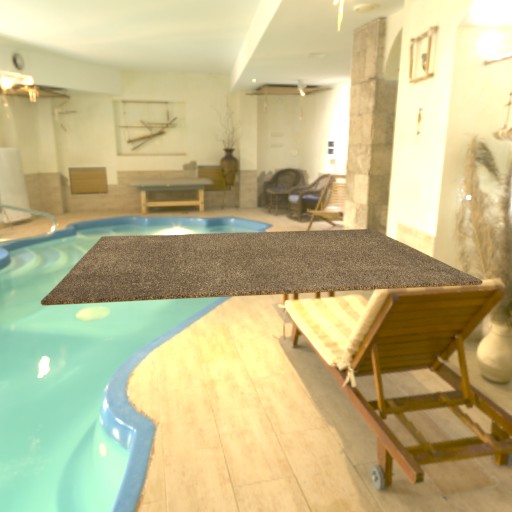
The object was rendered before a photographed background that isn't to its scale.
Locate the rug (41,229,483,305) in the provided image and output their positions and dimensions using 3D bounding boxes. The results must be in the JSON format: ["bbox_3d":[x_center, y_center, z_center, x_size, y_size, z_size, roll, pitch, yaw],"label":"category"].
[{"bbox_3d":[0.000,0.000,3.530,2.699,0.026,1.802,-2,14,-8],"label":"rug"}]
